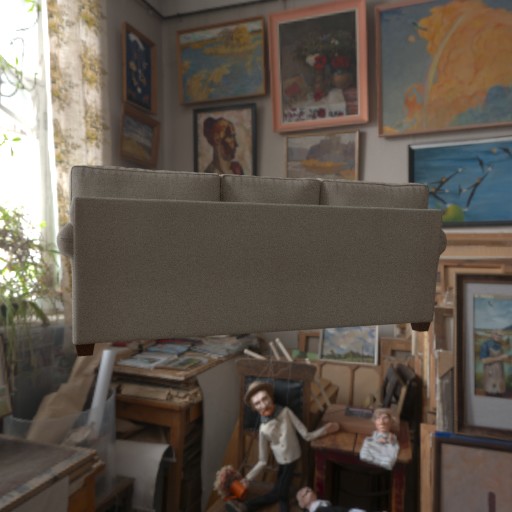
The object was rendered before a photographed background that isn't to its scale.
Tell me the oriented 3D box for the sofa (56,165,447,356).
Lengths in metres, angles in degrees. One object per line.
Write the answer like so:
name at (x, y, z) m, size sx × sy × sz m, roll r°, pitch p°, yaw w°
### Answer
sofa at (0.000, 0.000, 2.863) m, size 2.312 × 0.975 × 0.965 m, roll 0°, pitch 1°, yaw -19°
